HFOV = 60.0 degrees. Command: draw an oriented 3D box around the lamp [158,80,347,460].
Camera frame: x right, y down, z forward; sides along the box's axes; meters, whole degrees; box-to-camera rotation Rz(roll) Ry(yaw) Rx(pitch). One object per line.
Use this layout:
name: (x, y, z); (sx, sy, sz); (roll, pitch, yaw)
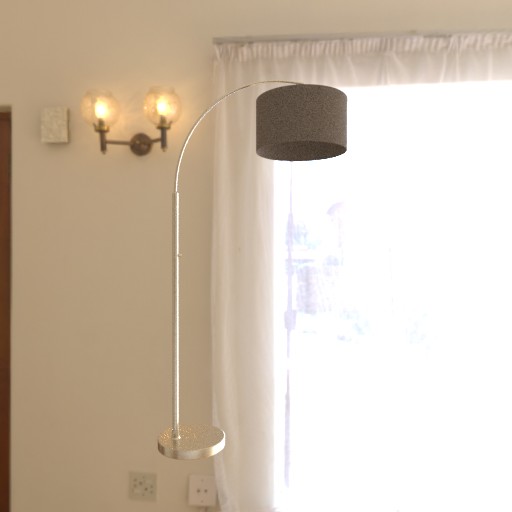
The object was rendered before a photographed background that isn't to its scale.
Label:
lamp: (0.000, 0.000, 2.140); (0.934, 1.735, 0.452); (0, 0, -20)
